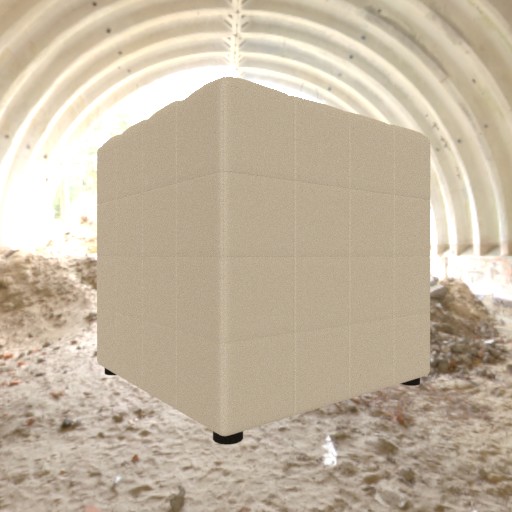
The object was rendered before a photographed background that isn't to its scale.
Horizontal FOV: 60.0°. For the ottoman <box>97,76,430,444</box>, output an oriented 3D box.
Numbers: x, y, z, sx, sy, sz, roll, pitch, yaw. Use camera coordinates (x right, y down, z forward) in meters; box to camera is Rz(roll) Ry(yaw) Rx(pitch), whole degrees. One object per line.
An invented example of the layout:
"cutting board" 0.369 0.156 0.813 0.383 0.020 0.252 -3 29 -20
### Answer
"ottoman" 0.000 0.000 0.787 0.425 0.432 0.425 0 0 -38
